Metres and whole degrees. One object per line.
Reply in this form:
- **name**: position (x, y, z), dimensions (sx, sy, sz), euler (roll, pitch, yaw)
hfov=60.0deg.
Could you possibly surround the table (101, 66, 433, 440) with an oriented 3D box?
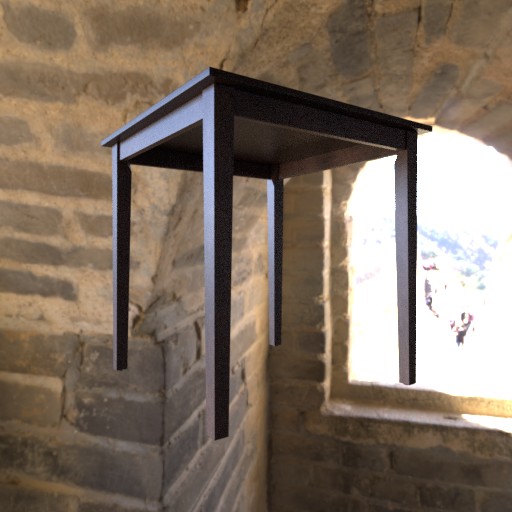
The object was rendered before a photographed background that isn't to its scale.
- **table**: position (0.000, 0.000, 1.406), dimensions (0.749, 0.770, 0.749), euler (-1, 1, -35)
